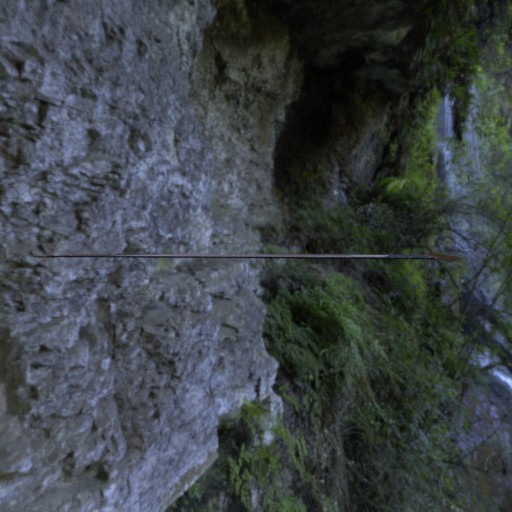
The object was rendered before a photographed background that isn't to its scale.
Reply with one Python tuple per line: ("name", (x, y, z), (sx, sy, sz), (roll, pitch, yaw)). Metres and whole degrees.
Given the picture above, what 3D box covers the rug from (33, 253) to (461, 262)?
("rug", (0.000, 0.000, 2.517), (2.021, 0.027, 1.224), (0, 1, 19))
